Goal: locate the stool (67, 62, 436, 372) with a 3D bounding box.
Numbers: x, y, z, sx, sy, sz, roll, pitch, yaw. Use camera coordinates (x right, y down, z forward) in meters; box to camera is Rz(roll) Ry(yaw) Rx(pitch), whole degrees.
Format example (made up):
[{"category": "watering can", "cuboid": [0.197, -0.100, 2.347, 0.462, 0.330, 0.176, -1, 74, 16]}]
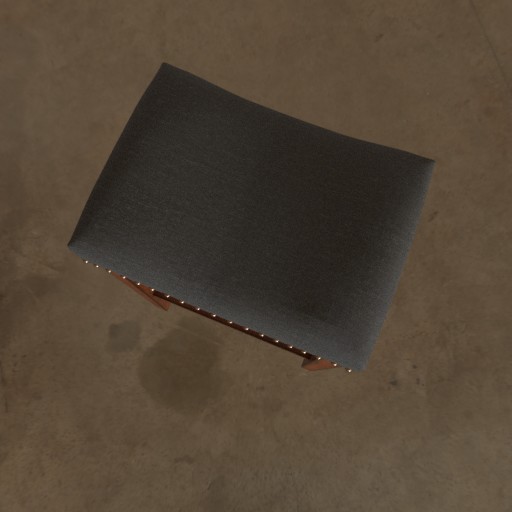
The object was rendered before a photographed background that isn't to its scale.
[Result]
[{"category": "stool", "cuboid": [0.000, 0.000, 1.012, 0.502, 0.748, 0.366, 22, 78, 5]}]
